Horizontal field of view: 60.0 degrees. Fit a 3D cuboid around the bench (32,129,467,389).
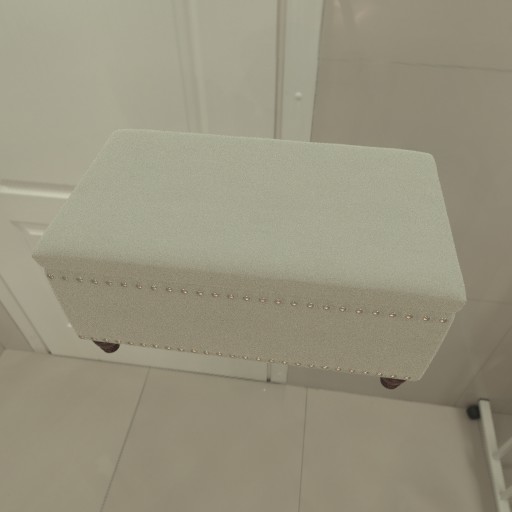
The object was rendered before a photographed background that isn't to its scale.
[{"bbox_3d":[0.000,0.000,1.192,0.887,0.449,0.500,6,47,6],"label":"bench"}]
